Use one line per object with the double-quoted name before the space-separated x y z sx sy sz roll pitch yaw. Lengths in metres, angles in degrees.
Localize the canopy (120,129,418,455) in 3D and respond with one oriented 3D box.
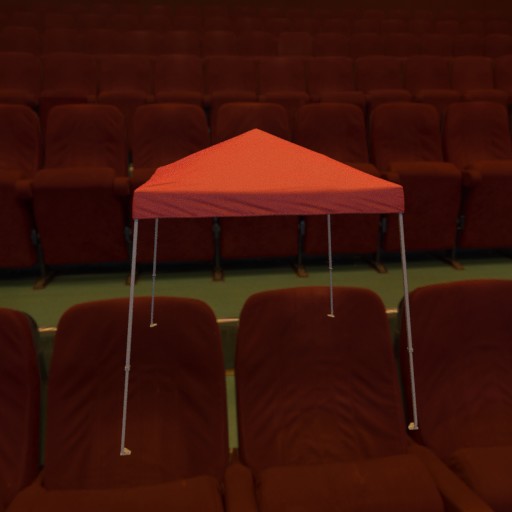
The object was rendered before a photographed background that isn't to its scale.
"canopy" 0.000 0.000 6.521 3.600 3.600 3.599 -2 16 -7
